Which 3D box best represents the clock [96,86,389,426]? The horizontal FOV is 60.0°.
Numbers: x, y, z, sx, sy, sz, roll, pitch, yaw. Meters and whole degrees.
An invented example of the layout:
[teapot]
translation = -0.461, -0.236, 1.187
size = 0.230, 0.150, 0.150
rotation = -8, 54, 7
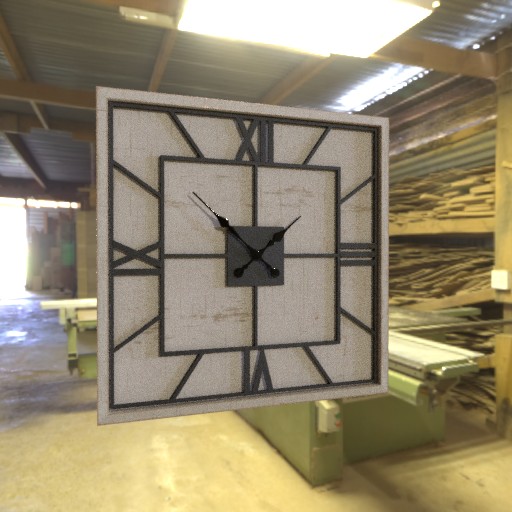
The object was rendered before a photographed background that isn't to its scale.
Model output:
[clock]
translation = 0.000, 0.000, 1.042
size = 0.705, 0.705, 0.032
rotation = 0, 1, -18
